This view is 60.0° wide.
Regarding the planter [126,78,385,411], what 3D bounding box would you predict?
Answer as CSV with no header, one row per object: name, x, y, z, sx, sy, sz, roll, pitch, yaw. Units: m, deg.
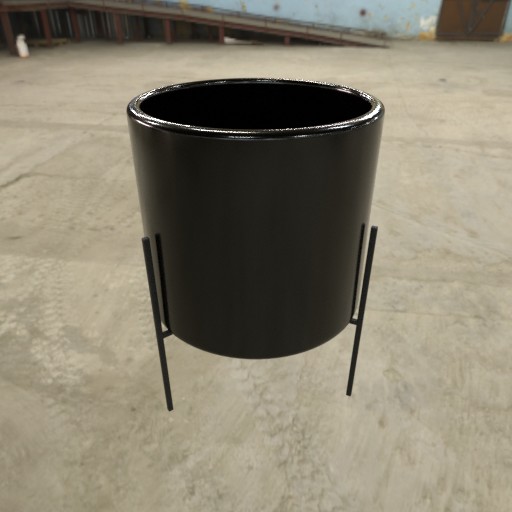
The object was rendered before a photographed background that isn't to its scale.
planter,0.000,0.000,0.634,0.310,0.432,0.310,23,38,33
